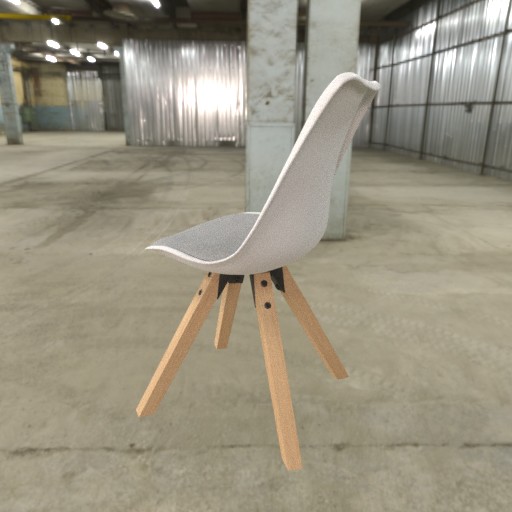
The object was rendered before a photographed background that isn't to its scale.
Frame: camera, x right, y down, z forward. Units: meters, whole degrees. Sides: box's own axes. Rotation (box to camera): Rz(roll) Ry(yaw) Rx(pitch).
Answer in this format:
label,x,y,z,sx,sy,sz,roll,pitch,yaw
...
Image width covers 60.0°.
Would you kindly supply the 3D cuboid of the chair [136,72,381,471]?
label,x,y,z,sx,sy,sz,roll,pitch,yaw
chair,0.000,0.000,1.156,0.550,0.850,0.485,8,19,25
